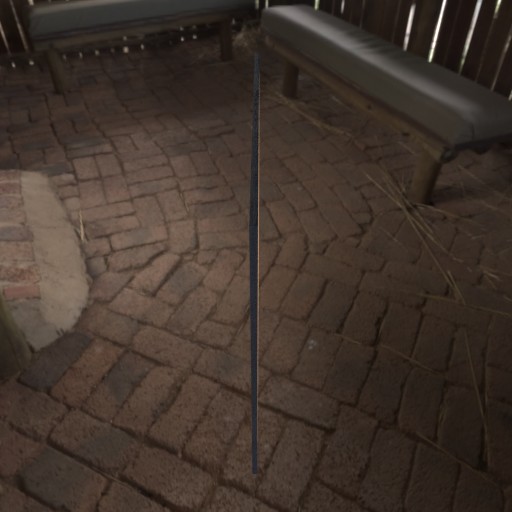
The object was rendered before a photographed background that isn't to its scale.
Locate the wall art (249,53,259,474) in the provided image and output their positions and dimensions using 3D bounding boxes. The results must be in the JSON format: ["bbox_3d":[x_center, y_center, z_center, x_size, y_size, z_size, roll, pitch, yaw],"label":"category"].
[{"bbox_3d":[0.000,0.000,1.224,0.013,0.823,0.823,0,41,0],"label":"wall art"}]
